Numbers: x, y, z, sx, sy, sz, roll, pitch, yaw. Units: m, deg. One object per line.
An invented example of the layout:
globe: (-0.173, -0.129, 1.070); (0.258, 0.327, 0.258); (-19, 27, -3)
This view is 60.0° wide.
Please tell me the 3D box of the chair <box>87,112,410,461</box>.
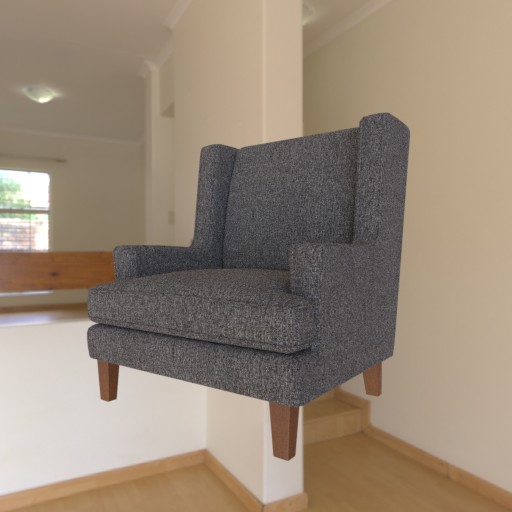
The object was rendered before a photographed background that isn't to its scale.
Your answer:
chair: (0.000, 0.000, 1.761); (0.942, 1.082, 0.927); (0, 1, 36)
